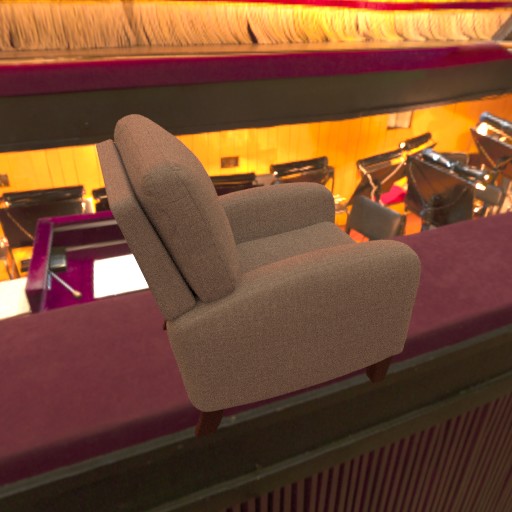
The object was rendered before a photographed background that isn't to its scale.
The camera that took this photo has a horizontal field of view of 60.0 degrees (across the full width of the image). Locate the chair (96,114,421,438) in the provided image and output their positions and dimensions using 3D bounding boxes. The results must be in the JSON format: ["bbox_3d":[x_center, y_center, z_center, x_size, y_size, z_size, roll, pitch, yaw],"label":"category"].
[{"bbox_3d":[0.000,0.000,1.679,0.990,0.990,0.762,-11,32,-18],"label":"chair"}]
